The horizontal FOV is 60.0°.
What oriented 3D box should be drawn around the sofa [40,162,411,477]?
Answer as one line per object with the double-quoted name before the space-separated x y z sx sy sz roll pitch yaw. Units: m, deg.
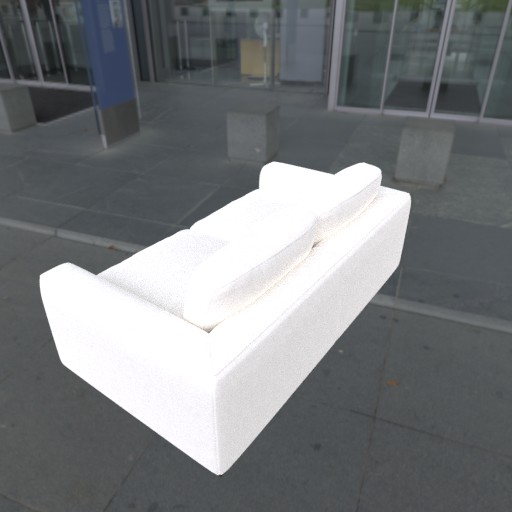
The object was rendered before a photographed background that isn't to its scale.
"sofa" 0.000 0.000 2.435 1.069 0.801 1.920 20 37 30
